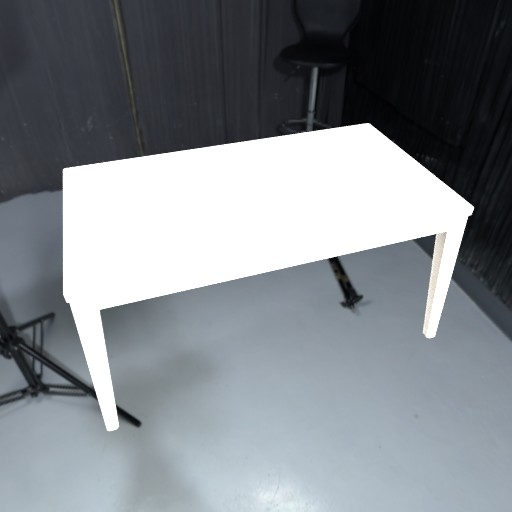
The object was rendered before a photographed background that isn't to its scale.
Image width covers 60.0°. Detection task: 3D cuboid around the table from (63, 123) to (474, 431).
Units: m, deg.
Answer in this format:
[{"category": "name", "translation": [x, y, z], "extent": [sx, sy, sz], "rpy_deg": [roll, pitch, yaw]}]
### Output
[{"category": "table", "translation": [0.000, 0.000, 2.110], "extent": [1.600, 0.760, 0.900], "rpy_deg": [-12, 42, -14]}]
